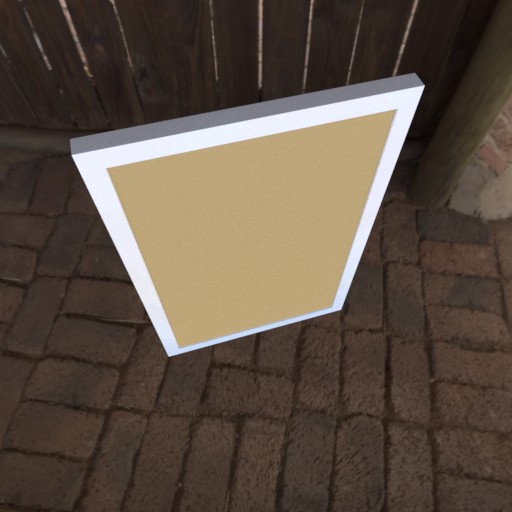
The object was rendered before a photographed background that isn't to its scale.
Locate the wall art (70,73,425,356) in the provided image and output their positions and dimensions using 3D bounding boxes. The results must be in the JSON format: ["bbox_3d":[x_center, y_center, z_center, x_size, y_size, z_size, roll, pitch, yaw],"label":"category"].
[{"bbox_3d":[0.000,0.000,1.135,0.612,0.915,0.039,-14,59,-9],"label":"wall art"}]
